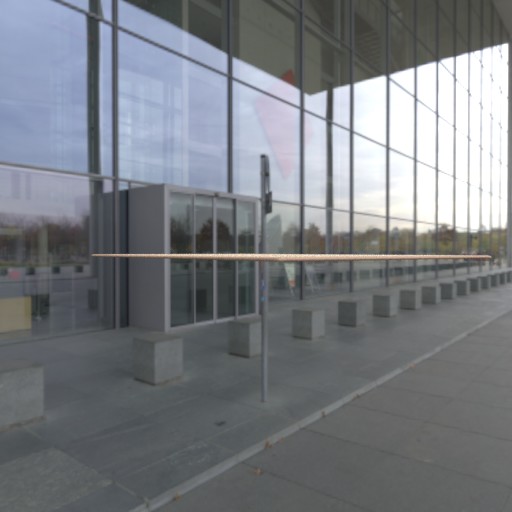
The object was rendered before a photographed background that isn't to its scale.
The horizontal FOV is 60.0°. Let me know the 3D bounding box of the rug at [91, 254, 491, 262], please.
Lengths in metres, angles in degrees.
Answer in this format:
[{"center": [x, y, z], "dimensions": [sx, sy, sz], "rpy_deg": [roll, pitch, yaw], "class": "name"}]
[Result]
[{"center": [0.000, 0.000, 2.089], "dimensions": [1.061, 0.012, 1.668], "rpy_deg": [0, 1, -36], "class": "rug"}]
